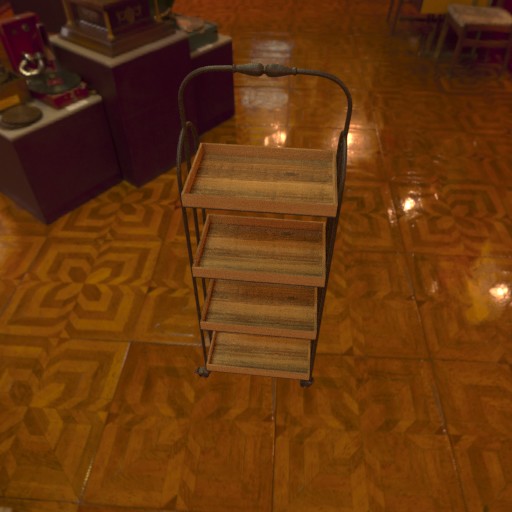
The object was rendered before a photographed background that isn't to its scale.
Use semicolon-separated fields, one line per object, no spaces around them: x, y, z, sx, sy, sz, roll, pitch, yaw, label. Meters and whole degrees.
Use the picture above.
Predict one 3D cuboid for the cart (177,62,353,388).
0.000;0.000;1.729;0.581;1.481;0.308;4;45;4;cart
